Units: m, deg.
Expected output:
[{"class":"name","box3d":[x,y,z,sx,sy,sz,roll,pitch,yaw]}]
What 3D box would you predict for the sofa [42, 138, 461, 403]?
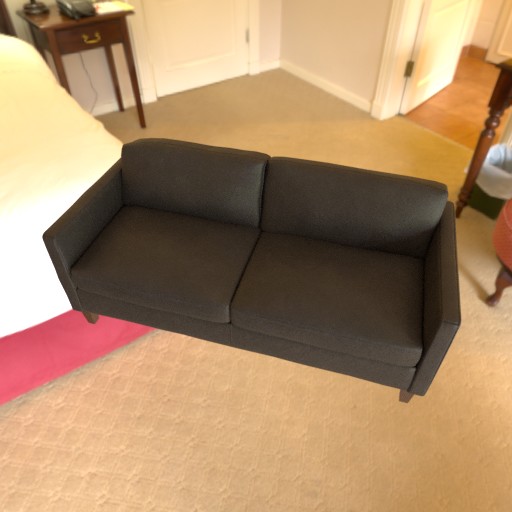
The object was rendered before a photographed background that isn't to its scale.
[{"class":"sofa","box3d":[0.000,0.000,2.416,1.971,0.863,0.933,11,44,12]}]
